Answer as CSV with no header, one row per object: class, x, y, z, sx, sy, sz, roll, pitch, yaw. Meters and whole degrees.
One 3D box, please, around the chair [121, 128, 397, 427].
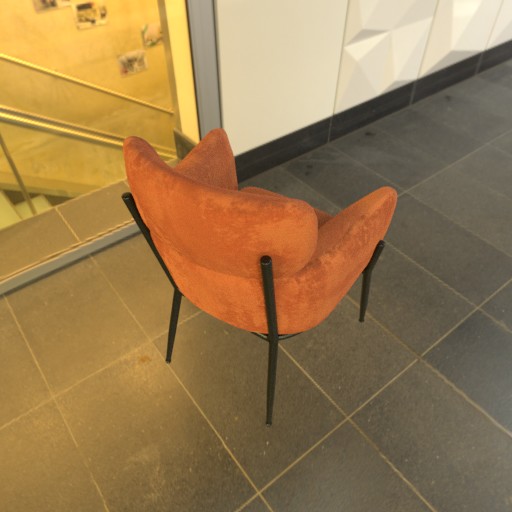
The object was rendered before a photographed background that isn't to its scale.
chair,0.000,0.000,1.162,0.561,0.772,0.523,25,51,22
